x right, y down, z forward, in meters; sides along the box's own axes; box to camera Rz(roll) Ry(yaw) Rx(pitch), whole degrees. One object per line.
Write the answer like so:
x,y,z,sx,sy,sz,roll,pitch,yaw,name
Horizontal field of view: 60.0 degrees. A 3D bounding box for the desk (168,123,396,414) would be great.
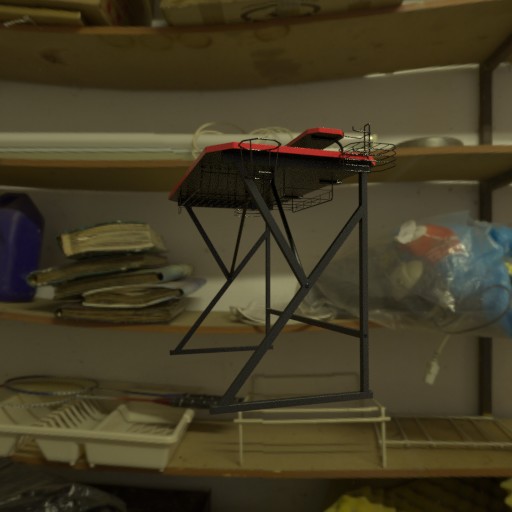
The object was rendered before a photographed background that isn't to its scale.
0.000,0.000,1.761,0.588,0.913,1.280,1,-2,-18,desk
